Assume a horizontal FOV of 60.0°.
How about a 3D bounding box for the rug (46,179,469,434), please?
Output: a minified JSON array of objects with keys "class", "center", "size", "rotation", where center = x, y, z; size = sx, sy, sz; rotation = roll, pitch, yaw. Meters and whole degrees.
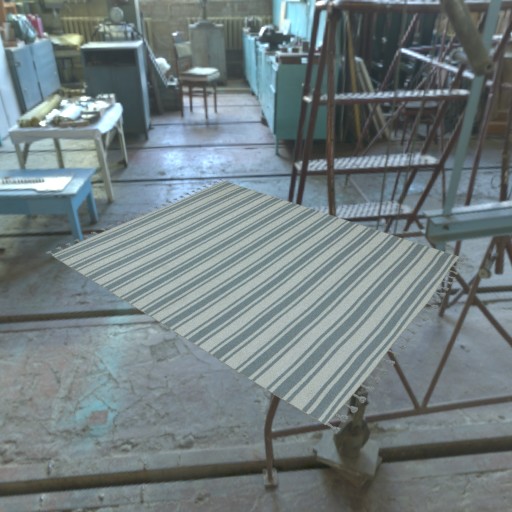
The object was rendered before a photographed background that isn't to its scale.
[{"class":"rug","center":[0.000,0.000,4.161],"size":[3.201,0.005,2.439],"rotation":[23,38,33]}]
